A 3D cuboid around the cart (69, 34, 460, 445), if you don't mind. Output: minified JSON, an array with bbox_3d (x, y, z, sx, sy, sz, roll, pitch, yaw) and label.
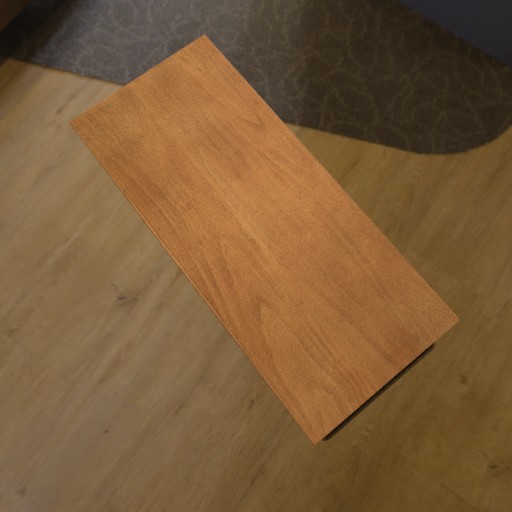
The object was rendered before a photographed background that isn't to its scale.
[{"bbox_3d":[0.000,0.000,0.975,0.298,0.554,0.686,-37,79,-9],"label":"cart"}]
